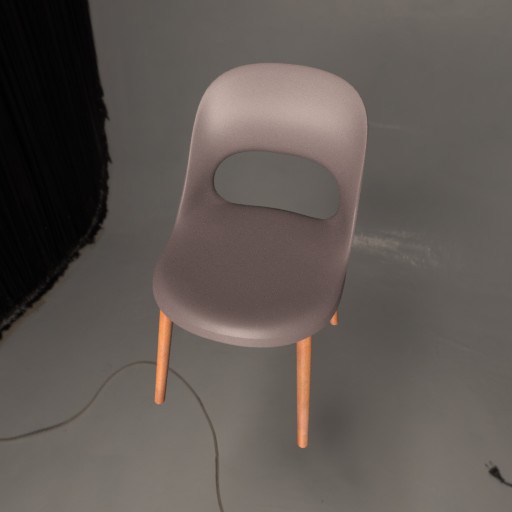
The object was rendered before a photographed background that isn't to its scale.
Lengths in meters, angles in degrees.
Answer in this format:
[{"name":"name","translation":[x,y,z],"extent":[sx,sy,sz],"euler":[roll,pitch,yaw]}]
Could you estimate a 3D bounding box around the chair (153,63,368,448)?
[{"name":"chair","translation":[0.000,0.000,1.150],"extent":[0.470,0.794,0.556],"euler":[12,42,13]}]
